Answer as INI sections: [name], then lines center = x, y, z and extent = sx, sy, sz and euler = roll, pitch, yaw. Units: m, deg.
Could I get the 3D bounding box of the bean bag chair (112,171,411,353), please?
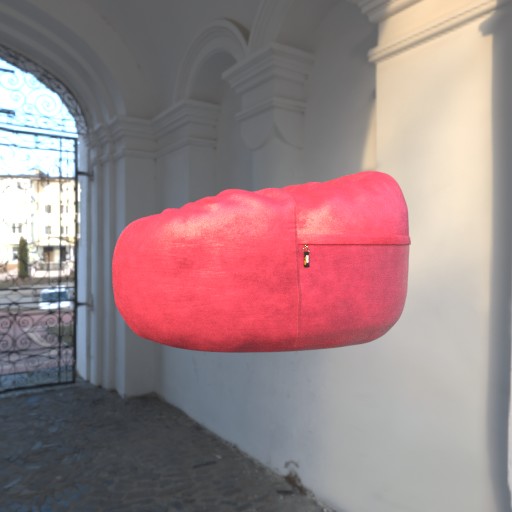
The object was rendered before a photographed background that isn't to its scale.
[bean bag chair]
center = 0.000, 0.000, 2.469
extent = 1.524, 0.878, 1.524
euler = 0, 1, -17
